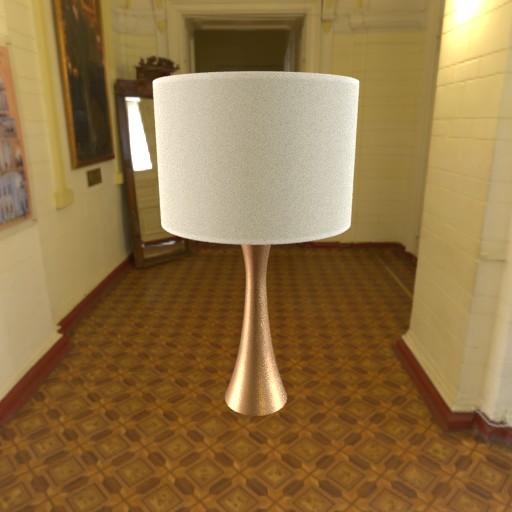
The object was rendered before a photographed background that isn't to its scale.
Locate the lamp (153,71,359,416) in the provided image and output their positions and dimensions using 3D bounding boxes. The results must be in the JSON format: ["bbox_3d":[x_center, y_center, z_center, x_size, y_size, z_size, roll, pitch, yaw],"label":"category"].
[{"bbox_3d":[0.000,0.000,0.656,0.268,0.479,0.268,-15,22,-42],"label":"lamp"}]
